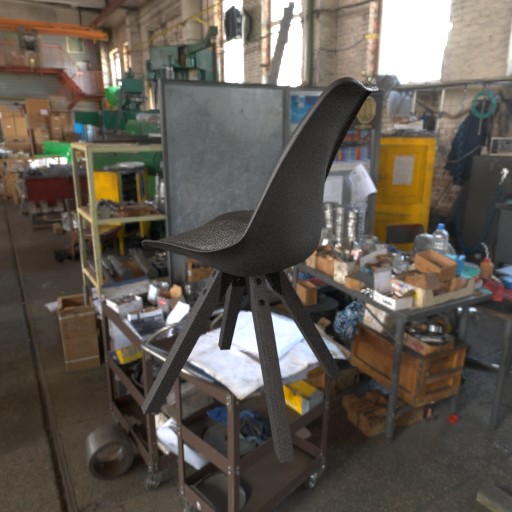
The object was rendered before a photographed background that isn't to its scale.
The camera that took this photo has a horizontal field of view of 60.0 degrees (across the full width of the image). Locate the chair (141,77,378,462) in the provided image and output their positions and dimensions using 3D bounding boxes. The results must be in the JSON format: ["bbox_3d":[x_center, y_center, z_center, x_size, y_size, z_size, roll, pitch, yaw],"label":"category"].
[{"bbox_3d":[0.000,0.000,1.187,0.550,0.850,0.485,8,18,25],"label":"chair"}]
